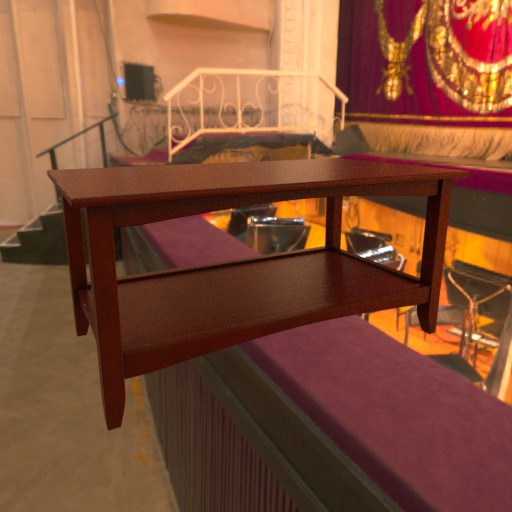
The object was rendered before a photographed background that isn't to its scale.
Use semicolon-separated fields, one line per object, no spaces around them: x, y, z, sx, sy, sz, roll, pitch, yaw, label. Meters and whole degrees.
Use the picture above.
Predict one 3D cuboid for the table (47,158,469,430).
0.000;0.000;1.198;0.943;0.456;0.533;-9;18;-27;table
